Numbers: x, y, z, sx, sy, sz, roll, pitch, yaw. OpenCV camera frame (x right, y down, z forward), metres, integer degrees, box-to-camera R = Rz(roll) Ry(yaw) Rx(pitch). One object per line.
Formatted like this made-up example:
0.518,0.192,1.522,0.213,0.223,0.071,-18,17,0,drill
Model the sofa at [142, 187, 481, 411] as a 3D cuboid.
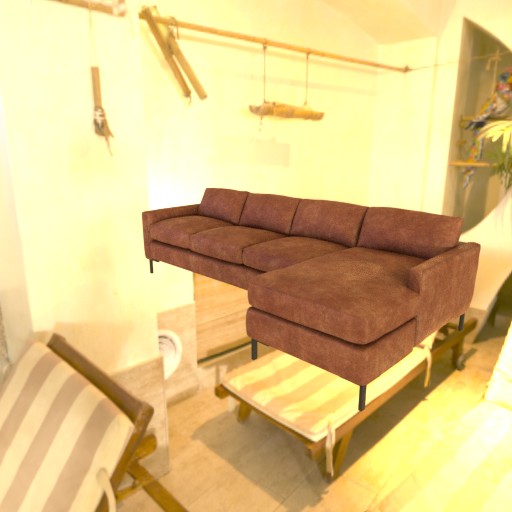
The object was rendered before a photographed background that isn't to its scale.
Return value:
0.000,0.000,3.648,2.993,0.859,1.471,14,21,43,sofa
